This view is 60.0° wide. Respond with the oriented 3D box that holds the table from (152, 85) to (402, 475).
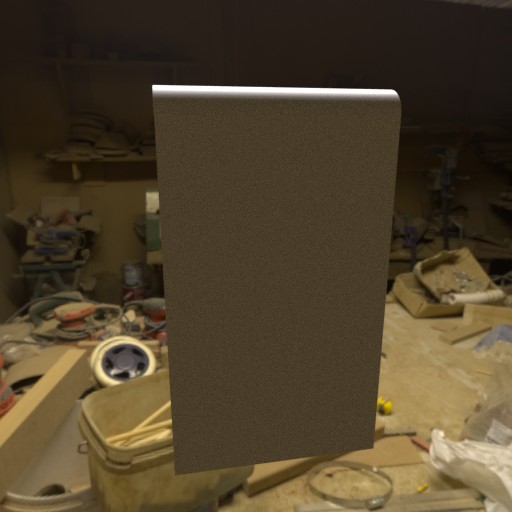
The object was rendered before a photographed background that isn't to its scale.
[{"bbox_3d":[0.000,0.000,0.875,0.350,0.590,0.450,-3,16,-10],"label":"table"}]
